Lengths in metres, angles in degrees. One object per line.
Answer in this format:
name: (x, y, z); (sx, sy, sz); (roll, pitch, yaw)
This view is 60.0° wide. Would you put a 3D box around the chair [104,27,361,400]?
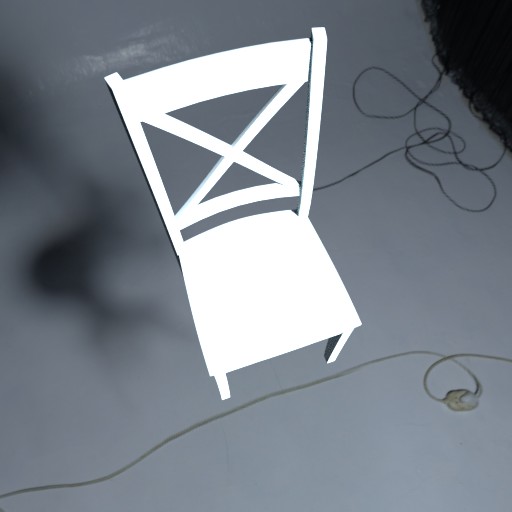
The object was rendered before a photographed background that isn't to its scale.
chair: (0.000, 0.000, 1.267); (0.485, 0.983, 0.542); (-17, 64, -8)
